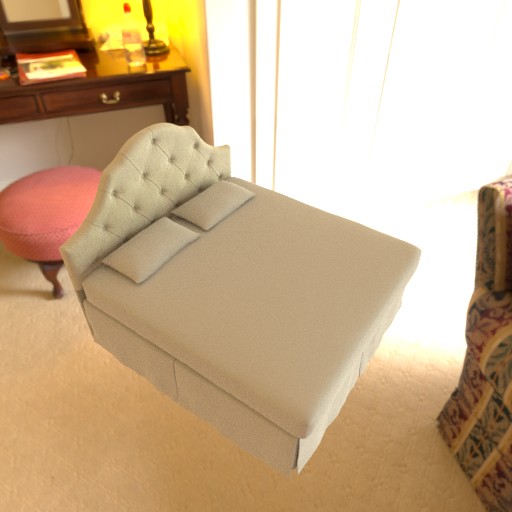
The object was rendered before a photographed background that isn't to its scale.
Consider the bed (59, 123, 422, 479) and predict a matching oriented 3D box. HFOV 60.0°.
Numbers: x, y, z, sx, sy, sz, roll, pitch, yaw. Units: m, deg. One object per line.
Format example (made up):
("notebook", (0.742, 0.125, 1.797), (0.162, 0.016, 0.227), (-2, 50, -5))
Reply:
("bed", (0.000, 0.000, 3.447), (2.086, 1.555, 2.012), (25, 47, 26))
